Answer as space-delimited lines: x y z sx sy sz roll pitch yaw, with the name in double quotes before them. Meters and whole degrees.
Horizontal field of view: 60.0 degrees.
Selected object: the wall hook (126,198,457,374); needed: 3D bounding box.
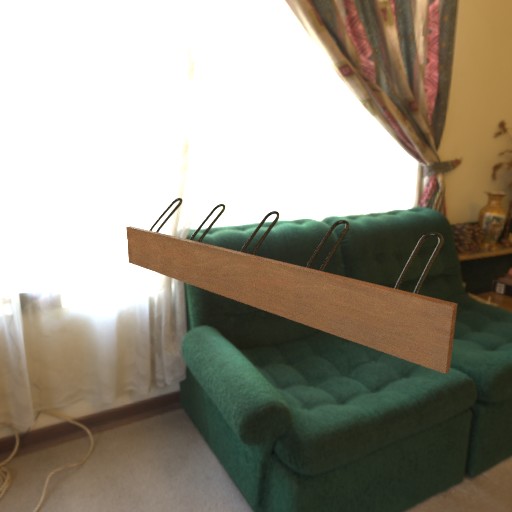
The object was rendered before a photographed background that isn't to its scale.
"wall hook" 0.000 0.000 0.600 0.554 0.116 0.076 13 19 43
